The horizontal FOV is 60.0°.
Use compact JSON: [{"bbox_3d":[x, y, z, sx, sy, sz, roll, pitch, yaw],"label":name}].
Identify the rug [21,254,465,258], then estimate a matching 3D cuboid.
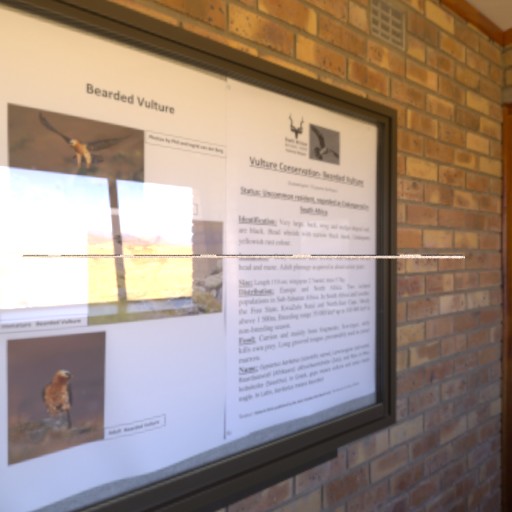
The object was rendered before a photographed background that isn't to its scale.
[{"bbox_3d":[0.000,0.000,2.886,2.286,0.016,1.555,0,0,18],"label":"rug"}]
